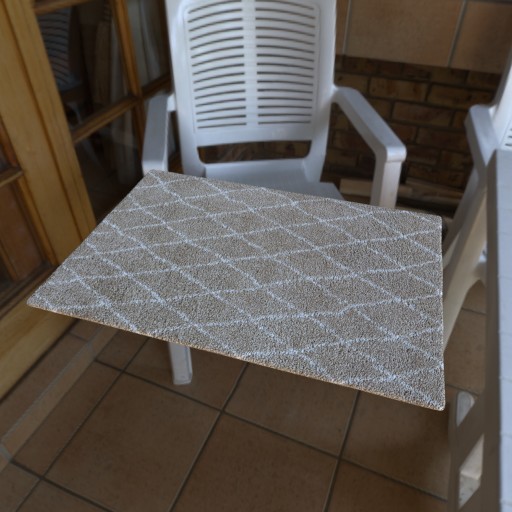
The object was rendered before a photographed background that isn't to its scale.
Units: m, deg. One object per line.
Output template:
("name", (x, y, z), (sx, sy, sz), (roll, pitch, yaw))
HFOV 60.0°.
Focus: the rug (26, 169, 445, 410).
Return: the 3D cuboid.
("rug", (0.000, 0.000, 2.216), (1.778, 0.030, 1.219), (11, 42, 13))
